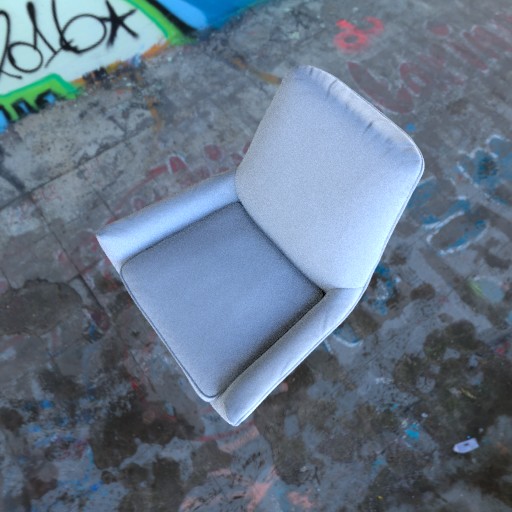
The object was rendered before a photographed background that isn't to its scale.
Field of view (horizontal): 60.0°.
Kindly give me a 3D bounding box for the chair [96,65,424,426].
[{"bbox_3d":[0.000,0.000,1.492,0.822,0.888,0.787,-35,68,-17],"label":"chair"}]
